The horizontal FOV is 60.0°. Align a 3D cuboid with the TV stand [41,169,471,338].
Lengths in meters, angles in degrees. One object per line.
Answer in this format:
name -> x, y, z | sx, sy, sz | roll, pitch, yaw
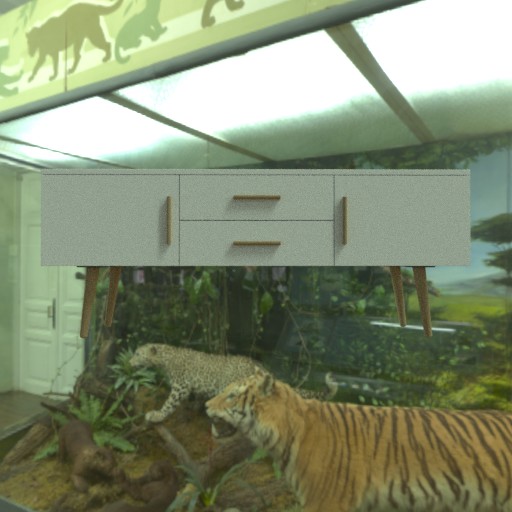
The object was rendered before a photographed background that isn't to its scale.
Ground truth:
TV stand -> 0.000, 0.000, 1.621 | 1.398, 0.560, 0.401 | 0, -1, -1
